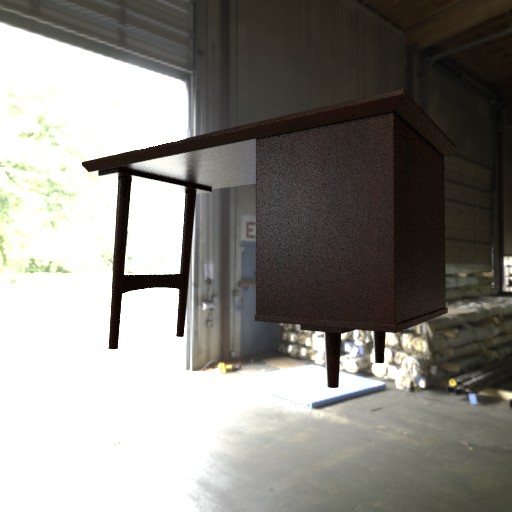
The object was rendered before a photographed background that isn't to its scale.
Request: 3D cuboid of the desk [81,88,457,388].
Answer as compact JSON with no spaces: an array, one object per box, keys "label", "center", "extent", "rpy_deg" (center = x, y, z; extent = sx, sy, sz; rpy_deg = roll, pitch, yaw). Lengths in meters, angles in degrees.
[{"label":"desk","center":[0.000,0.000,1.647],"extent":[1.277,0.758,0.612],"rpy_deg":[-1,-2,35]}]
